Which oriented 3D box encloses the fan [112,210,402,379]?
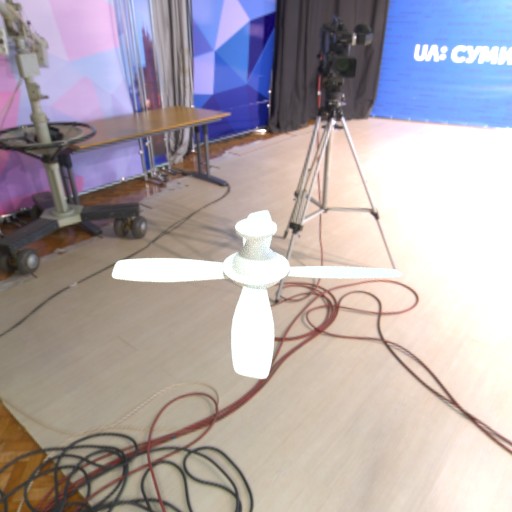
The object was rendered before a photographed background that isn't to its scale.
[{"bbox_3d":[0.000,0.000,2.564,1.694,0.382,1.693,1,30,1],"label":"fan"}]
